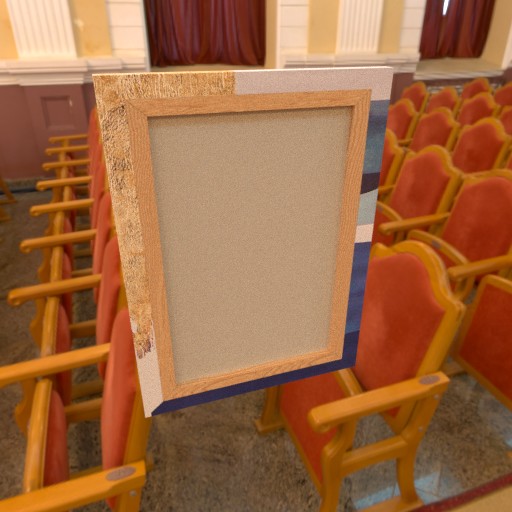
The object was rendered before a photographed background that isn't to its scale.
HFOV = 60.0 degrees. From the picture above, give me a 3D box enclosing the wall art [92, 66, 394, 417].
[{"bbox_3d":[0.000,0.000,0.792,0.458,0.613,0.026,-9,28,-17],"label":"wall art"}]
